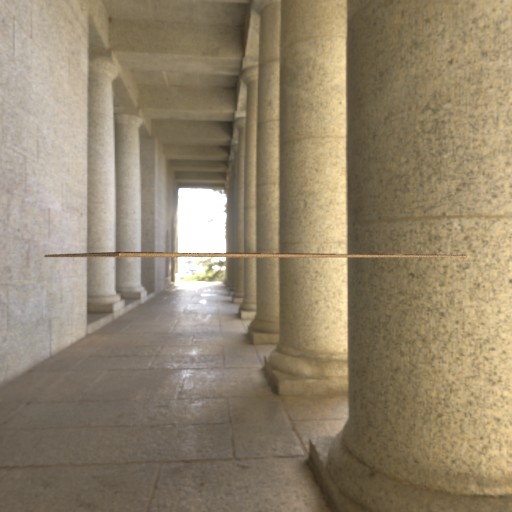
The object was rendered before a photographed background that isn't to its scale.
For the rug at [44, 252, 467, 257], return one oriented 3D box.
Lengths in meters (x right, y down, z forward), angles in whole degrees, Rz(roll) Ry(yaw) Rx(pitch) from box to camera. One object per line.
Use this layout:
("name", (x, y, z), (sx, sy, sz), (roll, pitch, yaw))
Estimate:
("rug", (0.000, 0.000, 2.895), (2.286, 0.016, 1.555), (0, 0, -35))
